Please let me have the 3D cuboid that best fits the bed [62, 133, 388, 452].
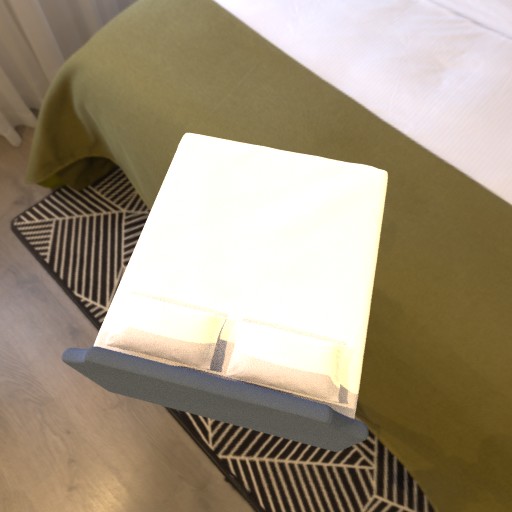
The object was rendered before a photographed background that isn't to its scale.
[{"bbox_3d":[0.000,0.000,4.063,2.350,1.488,2.773,12,63,6],"label":"bed"}]
